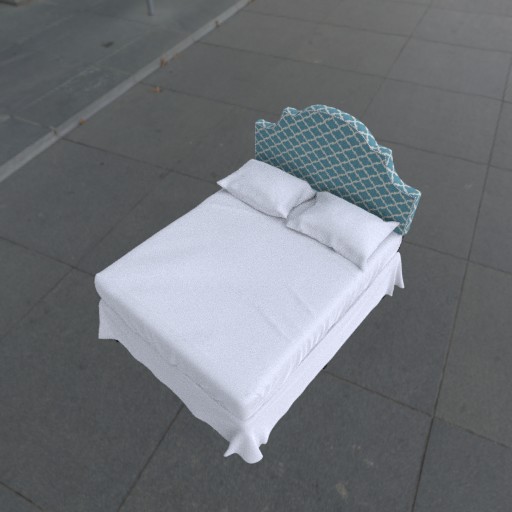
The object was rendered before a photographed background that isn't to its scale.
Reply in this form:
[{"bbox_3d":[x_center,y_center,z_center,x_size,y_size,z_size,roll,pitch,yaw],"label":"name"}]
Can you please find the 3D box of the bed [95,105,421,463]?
[{"bbox_3d":[0.000,0.000,3.435,1.780,1.633,2.222,33,55,26],"label":"bed"}]
